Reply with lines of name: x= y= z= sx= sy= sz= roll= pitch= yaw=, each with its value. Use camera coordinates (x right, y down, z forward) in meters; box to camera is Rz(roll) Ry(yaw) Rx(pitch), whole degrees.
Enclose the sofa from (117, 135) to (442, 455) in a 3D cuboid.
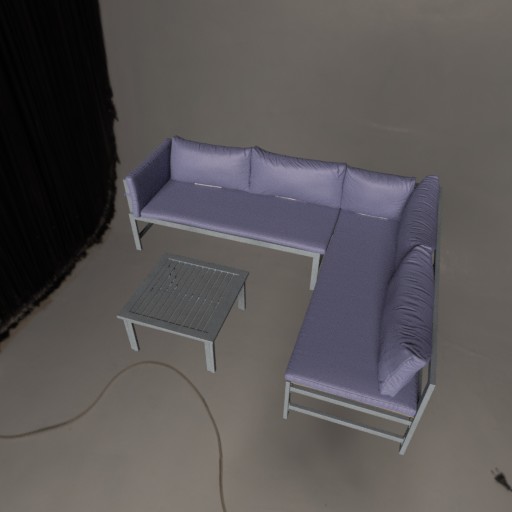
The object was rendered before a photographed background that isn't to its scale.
sofa: x=0.000 y=0.000 z=2.876 sx=2.149 sy=0.762 sz=1.658 roll=12 pitch=42 yaw=14
